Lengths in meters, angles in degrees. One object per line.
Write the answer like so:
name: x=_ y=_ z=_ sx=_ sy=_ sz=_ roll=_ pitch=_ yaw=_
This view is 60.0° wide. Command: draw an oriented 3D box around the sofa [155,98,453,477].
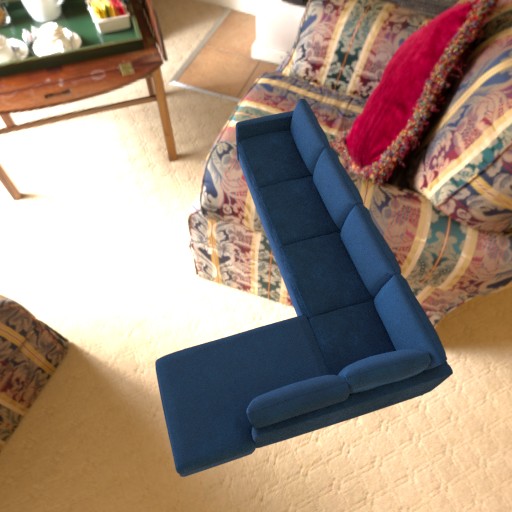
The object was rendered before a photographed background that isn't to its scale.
sofa: x=0.000 y=0.000 z=3.223 sx=1.707 sy=0.687 sz=2.486 roll=-14 pitch=59 yaw=-9
